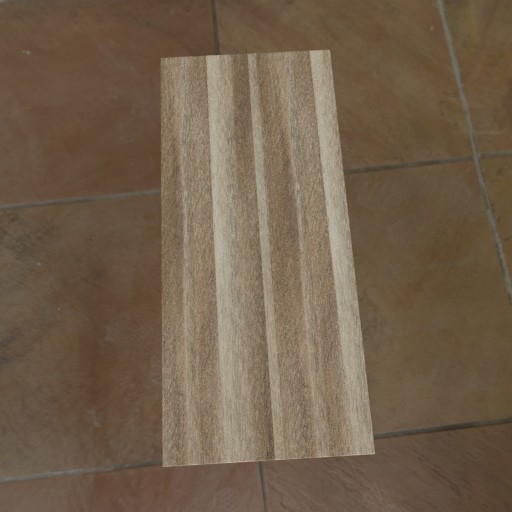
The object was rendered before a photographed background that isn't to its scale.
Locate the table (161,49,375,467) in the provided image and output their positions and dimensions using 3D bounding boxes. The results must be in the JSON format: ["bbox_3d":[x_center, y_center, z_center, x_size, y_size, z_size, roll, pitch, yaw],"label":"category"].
[{"bbox_3d":[0.000,0.000,1.390,0.493,0.480,1.095,-3,76,-1],"label":"table"}]
